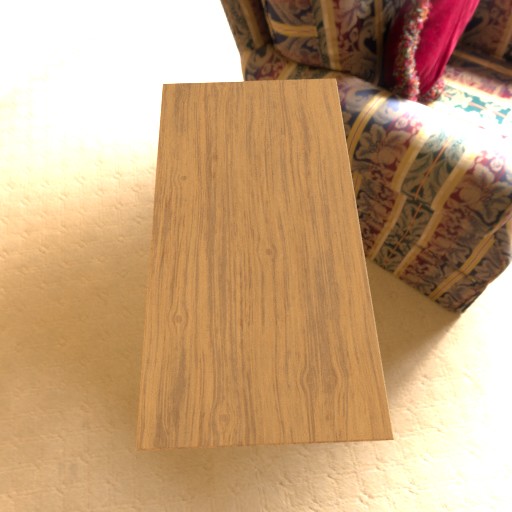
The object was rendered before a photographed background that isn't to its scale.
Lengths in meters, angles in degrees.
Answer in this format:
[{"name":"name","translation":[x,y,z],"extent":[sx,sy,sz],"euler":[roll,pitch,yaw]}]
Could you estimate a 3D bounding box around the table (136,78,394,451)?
[{"name":"table","translation":[0.000,0.000,1.667],"extent":[0.693,0.445,1.331],"euler":[-2,64,-1]}]
